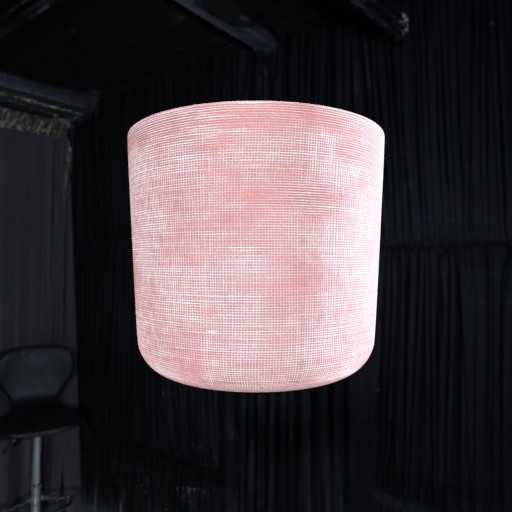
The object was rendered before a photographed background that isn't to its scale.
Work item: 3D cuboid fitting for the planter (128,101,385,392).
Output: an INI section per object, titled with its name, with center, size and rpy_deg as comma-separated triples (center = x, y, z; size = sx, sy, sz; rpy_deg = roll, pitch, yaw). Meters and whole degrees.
[planter]
center = 0.000, 0.000, 0.789
size = 0.440, 0.398, 0.440
rpy_deg = 0, 0, 0
